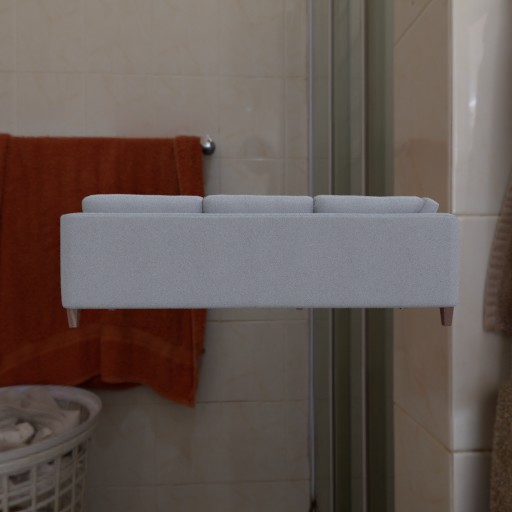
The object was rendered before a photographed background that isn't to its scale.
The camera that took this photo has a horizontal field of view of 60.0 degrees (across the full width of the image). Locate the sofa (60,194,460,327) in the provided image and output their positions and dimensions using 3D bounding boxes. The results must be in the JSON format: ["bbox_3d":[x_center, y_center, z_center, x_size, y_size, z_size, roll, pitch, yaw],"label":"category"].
[{"bbox_3d":[0.000,0.000,4.367,2.551,0.853,3.238,0,1,-1],"label":"sofa"}]
